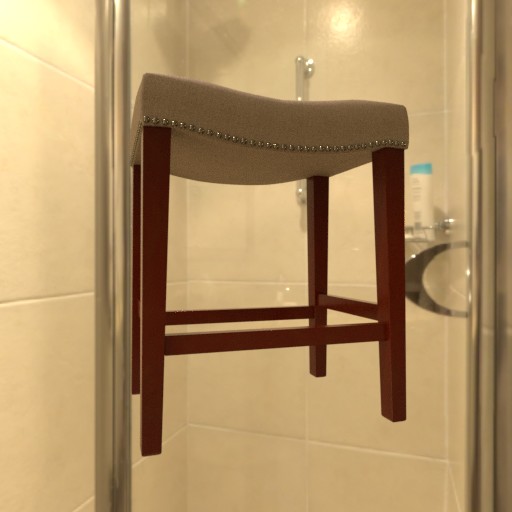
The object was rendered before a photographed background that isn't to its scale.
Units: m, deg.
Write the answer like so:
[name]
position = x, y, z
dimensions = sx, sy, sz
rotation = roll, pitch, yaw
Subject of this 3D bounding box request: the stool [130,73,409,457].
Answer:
[stool]
position = 0.000, 0.000, 0.945
dimensions = 0.509, 0.632, 0.375
rotation = 0, 0, -18
